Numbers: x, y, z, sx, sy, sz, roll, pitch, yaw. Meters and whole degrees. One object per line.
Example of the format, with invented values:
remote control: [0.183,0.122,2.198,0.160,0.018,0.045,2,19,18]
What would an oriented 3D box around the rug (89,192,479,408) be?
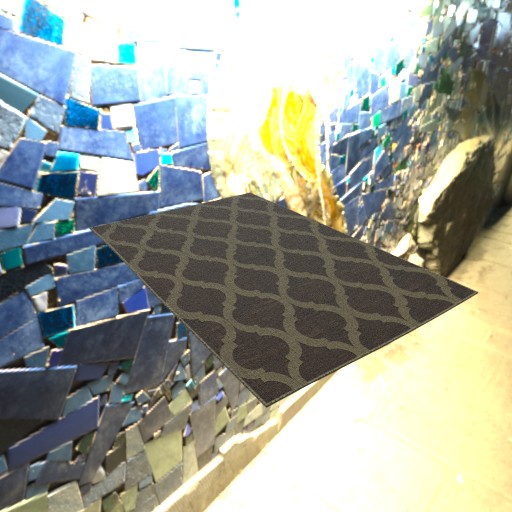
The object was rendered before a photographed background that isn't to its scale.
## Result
rug: [0.000,0.000,2.963,1.522,0.008,2.284,-18,31,-32]
